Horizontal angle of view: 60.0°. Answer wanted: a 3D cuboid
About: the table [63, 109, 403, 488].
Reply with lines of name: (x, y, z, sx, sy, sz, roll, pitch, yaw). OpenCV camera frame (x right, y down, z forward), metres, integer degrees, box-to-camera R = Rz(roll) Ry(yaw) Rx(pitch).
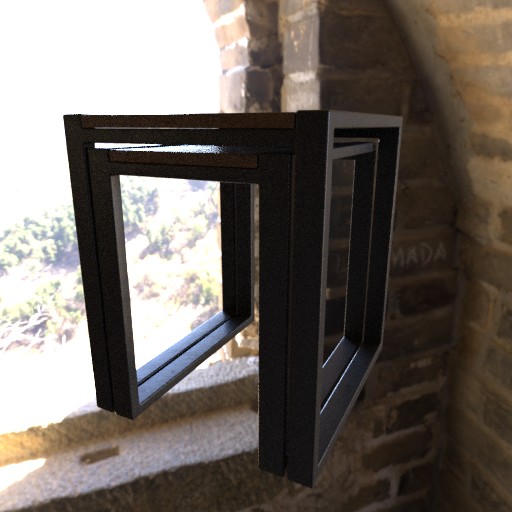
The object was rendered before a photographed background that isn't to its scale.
table: (0.000, 0.000, 0.908, 0.449, 0.550, 0.500, 8, 18, 26)
